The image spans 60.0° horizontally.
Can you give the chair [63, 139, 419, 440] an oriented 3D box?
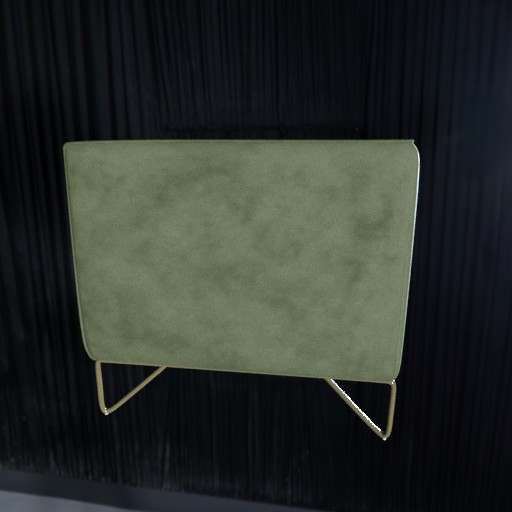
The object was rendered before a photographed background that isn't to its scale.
[{"bbox_3d":[0.000,0.000,1.552,0.894,0.790,0.880,2,15,9],"label":"chair"}]
